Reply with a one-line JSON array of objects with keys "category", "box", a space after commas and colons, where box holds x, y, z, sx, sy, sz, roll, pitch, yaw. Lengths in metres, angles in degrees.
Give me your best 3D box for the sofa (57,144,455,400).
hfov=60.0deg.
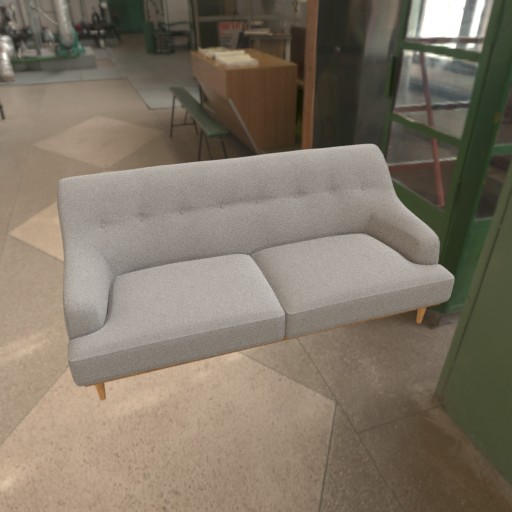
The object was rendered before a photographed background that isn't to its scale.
[{"category": "sofa", "box": [0.000, 0.000, 2.537, 2.057, 0.871, 0.978, -10, 33, -16]}]
